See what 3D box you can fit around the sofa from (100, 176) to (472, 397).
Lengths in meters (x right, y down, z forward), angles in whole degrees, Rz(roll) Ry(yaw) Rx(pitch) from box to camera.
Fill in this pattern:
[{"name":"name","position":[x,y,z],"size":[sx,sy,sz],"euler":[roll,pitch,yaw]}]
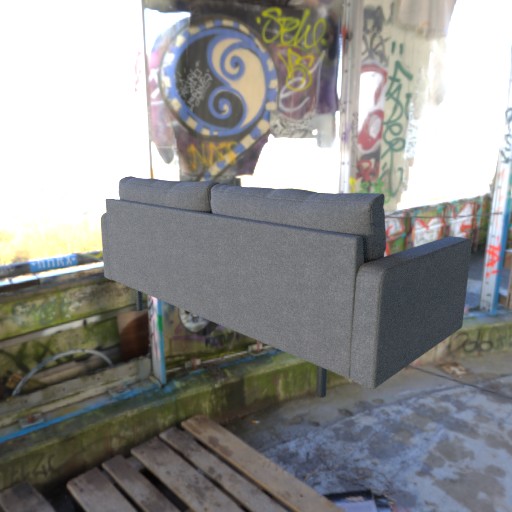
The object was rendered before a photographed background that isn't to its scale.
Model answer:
[{"name":"sofa","position":[0.000,0.000,2.581],"size":[0.880,0.880,2.100],"euler":[-13,18,-43]}]
